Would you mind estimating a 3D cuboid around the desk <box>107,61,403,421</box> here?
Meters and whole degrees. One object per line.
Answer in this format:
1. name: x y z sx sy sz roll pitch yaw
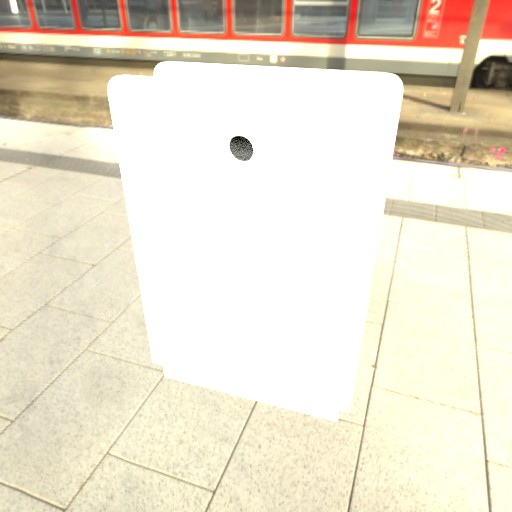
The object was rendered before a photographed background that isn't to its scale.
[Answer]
1. desk: 0.000 0.000 1.545 0.795 1.190 0.278 10 33 15
